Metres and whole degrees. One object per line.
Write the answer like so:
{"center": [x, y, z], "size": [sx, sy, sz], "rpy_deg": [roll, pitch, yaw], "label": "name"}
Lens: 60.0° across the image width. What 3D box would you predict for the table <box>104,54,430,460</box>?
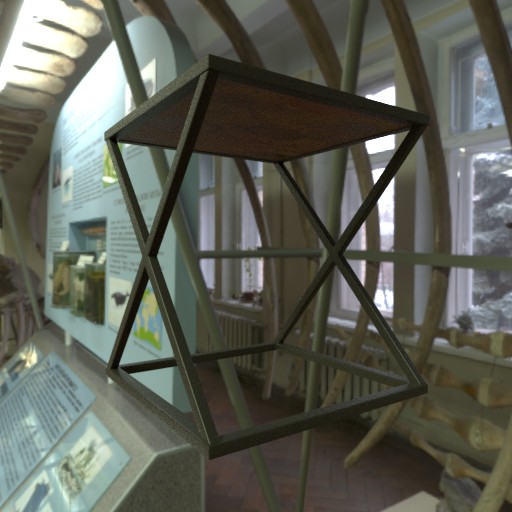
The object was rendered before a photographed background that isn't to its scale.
{"center": [0.000, 0.000, 0.954], "size": [0.500, 0.565, 0.500], "rpy_deg": [-1, 1, -34], "label": "table"}
